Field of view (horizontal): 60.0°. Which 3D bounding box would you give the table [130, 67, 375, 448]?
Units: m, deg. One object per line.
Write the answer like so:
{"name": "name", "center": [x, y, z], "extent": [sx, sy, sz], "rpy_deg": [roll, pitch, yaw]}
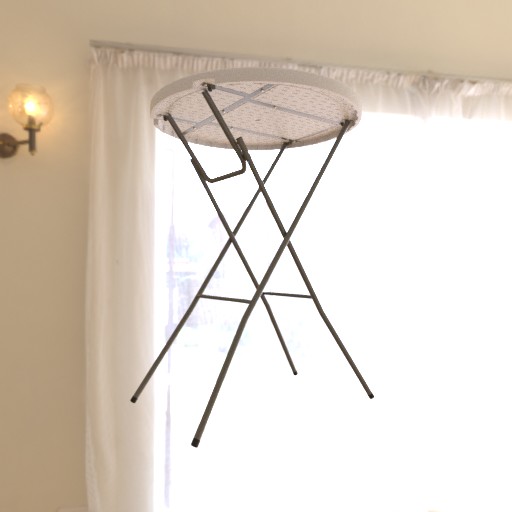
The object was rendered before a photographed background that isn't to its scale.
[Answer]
{"name": "table", "center": [0.000, 0.000, 1.692], "extent": [0.795, 1.105, 0.792], "rpy_deg": [1, -2, -35]}
